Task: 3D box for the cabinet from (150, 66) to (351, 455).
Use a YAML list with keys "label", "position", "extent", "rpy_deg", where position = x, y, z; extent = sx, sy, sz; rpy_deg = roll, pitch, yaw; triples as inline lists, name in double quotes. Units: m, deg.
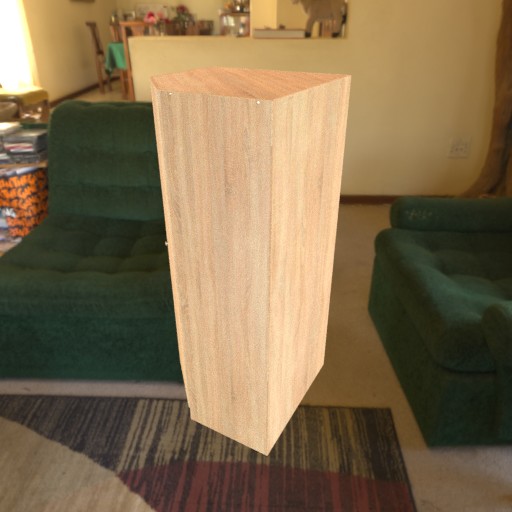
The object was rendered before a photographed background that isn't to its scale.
- label: "cabinet"
  position: [0.000, 0.000, 2.833]
  extent: [1.094, 2.120, 1.327]
  rpy_deg: [-8, 30, -14]
